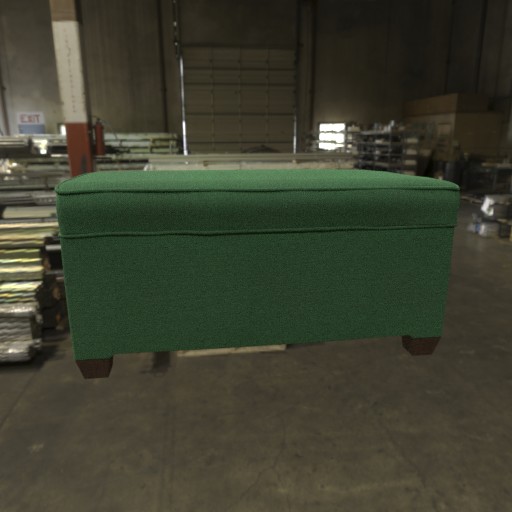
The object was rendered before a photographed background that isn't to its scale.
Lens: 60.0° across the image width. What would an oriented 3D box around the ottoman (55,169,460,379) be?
[{"bbox_3d":[0.000,0.000,1.251,0.957,0.471,0.483,-2,15,-8],"label":"ottoman"}]
